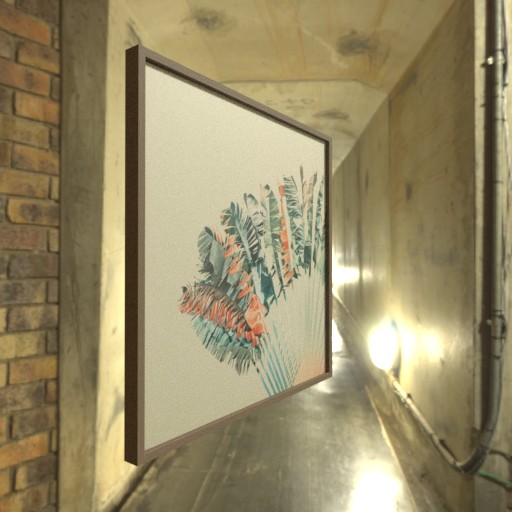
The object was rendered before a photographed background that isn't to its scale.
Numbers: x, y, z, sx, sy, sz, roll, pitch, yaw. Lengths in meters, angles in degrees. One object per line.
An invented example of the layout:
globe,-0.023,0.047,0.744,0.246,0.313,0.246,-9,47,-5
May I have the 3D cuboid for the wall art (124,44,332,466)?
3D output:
wall art,0.000,0.000,1.112,0.038,0.758,0.761,0,-1,37
